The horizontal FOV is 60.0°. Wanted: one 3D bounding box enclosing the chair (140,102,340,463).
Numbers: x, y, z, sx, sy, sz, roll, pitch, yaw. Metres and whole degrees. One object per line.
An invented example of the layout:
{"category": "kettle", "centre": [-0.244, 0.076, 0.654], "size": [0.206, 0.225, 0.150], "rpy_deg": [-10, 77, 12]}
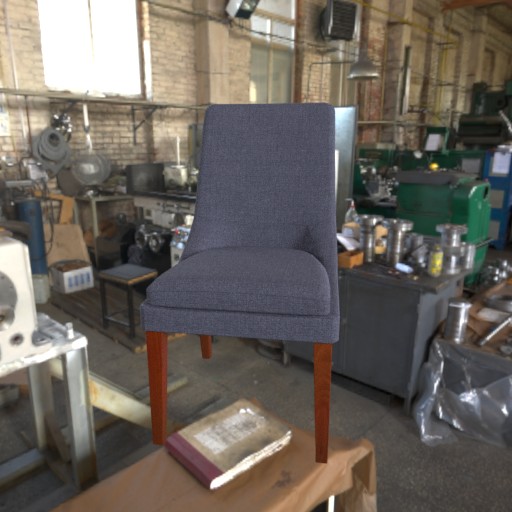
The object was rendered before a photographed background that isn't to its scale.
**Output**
{"category": "chair", "centre": [0.000, 0.000, 1.384], "size": [0.508, 0.952, 0.655], "rpy_deg": [2, 14, 9]}
